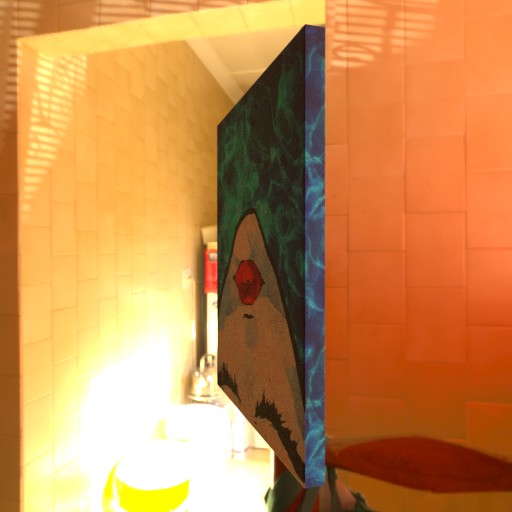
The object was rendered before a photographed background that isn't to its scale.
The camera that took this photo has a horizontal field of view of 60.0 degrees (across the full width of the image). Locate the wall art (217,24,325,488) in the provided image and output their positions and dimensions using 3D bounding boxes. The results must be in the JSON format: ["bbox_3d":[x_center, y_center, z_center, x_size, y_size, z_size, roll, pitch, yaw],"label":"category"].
[{"bbox_3d":[0.000,0.000,1.019,0.038,0.760,0.609,0,0,-19],"label":"wall art"}]
